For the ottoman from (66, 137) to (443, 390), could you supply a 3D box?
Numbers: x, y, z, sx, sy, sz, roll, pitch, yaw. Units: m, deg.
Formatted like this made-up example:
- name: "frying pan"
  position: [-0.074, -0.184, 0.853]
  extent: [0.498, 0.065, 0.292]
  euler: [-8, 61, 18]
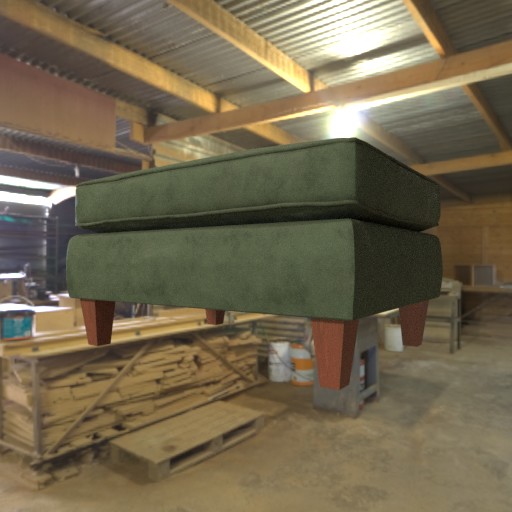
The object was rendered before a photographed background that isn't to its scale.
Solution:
- name: "ottoman"
  position: [0.000, 0.000, 1.236]
  extent: [0.864, 0.495, 0.632]
  euler: [0, -1, 35]
